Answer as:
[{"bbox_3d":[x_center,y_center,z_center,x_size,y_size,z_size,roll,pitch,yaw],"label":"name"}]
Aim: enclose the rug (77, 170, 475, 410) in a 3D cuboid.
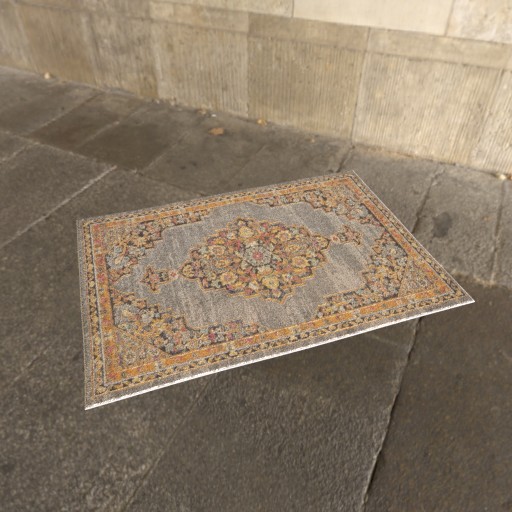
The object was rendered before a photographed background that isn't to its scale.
[{"bbox_3d":[0.000,0.000,4.014,3.063,0.024,2.158,-12,43,-13],"label":"rug"}]
